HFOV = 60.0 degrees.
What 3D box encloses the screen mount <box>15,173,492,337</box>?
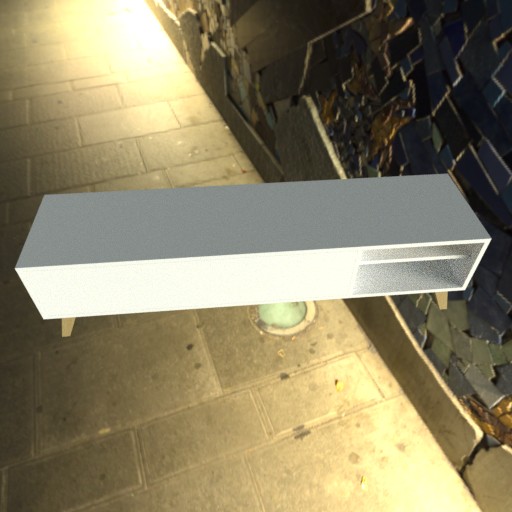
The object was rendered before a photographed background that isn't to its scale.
[{"bbox_3d":[0.000,0.000,1.816,1.644,0.432,0.399,-4,45,-4],"label":"screen mount"}]
